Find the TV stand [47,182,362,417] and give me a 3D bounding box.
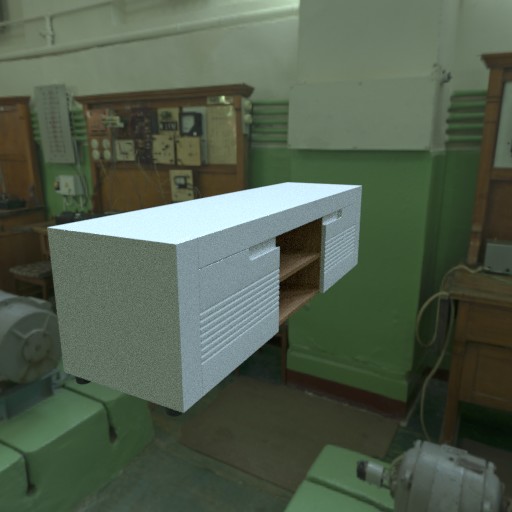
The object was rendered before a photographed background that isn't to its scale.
[{"bbox_3d":[0.000,0.000,1.733,0.410,0.440,1.500,7,16,27],"label":"TV stand"}]
